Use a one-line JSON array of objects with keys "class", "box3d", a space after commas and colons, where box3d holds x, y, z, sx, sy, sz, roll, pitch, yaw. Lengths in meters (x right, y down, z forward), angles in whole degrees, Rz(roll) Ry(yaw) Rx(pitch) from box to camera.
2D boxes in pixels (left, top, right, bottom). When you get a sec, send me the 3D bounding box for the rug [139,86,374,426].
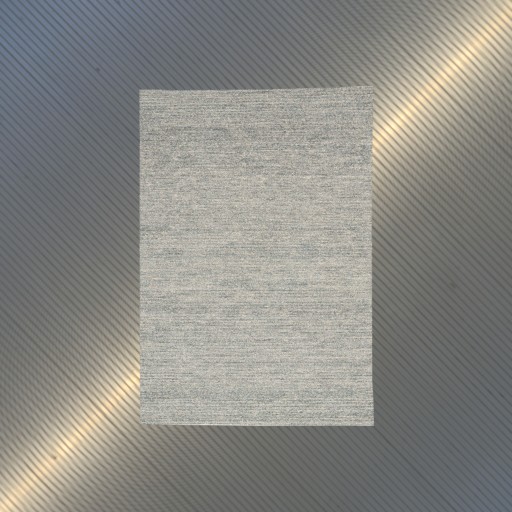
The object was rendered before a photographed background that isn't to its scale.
[{"class": "rug", "box3d": [0.000, 0.000, 3.053, 1.616, 0.030, 2.338, 0, 90, 1]}]
